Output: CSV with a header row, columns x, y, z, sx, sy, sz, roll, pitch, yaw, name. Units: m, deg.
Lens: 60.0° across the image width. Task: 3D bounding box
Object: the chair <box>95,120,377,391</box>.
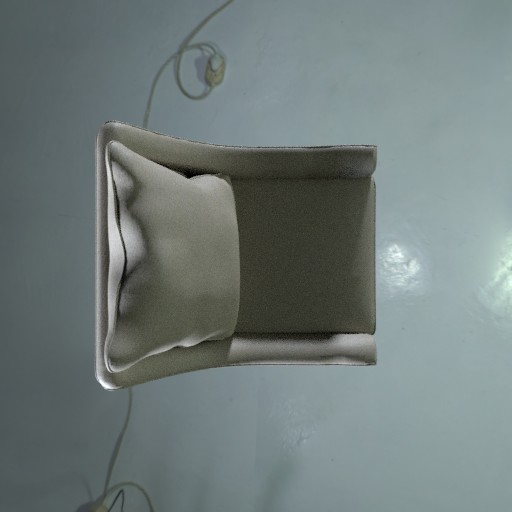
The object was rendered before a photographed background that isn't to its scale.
x,y,z,sx,sy,sz,roll,pitch,yaw,name
0.000,0.000,1.562,0.876,0.942,0.760,0,90,1,chair
